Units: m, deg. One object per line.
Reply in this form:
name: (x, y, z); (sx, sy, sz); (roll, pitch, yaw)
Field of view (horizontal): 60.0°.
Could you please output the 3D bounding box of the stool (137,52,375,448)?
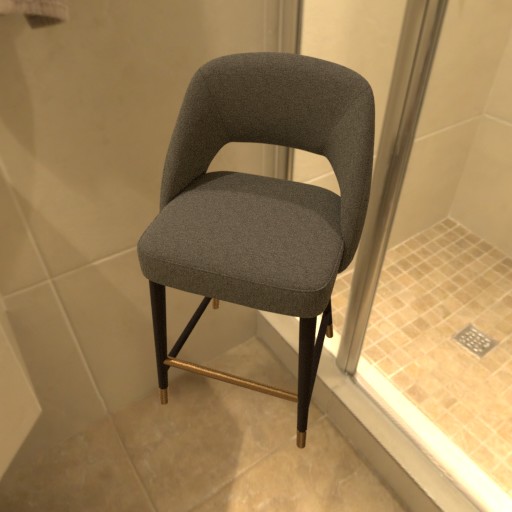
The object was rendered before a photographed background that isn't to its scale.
stool: (0.000, 0.000, 1.219); (0.536, 0.925, 0.524); (12, 42, 14)
